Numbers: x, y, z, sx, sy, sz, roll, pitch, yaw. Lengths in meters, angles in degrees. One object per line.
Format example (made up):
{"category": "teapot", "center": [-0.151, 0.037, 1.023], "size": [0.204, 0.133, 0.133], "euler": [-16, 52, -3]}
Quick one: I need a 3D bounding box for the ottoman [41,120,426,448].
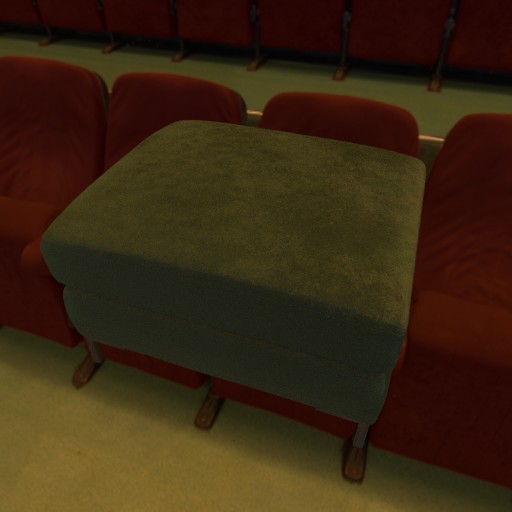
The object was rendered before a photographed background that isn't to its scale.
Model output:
{"category": "ottoman", "center": [0.000, 0.000, 1.289], "size": [0.839, 0.538, 0.701], "euler": [13, 42, 15]}
